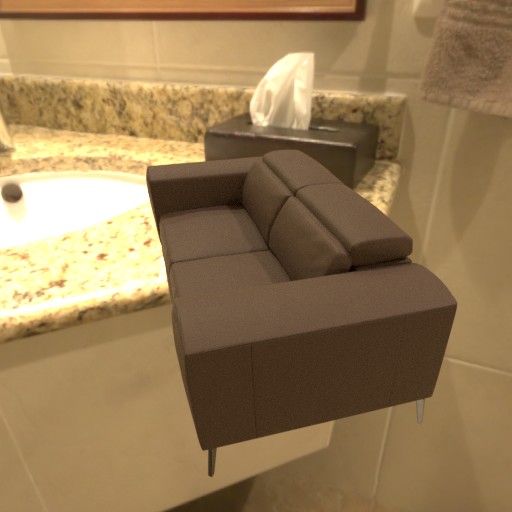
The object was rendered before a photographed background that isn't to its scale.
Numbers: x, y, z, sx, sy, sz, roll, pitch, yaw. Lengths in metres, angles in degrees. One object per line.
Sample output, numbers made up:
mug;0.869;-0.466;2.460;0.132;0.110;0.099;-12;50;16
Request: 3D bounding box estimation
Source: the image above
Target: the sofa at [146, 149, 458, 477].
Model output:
sofa;0.000;0.000;2.353;1.003;0.779;1.895;-8;30;-13
